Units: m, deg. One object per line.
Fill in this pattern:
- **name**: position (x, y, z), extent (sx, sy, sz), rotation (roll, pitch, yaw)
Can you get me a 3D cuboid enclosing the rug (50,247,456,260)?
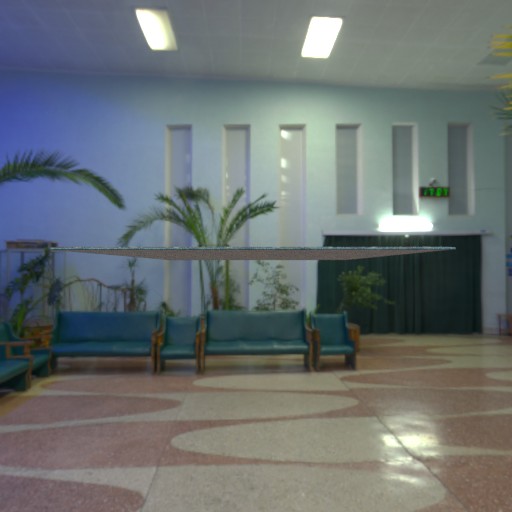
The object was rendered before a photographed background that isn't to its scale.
- **rug**: position (0.000, 0.000, 2.812), extent (1.567, 0.014, 2.207), rotation (0, -2, 1)
